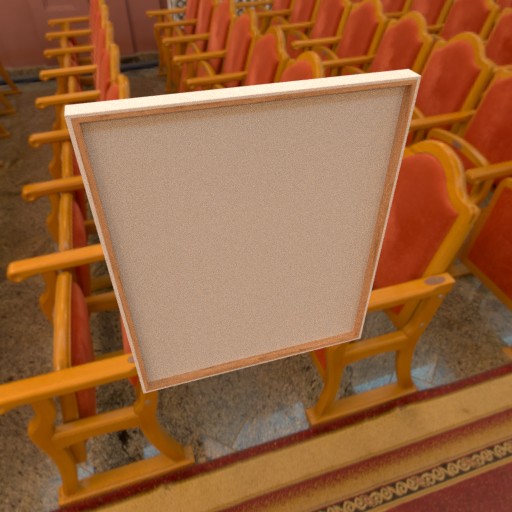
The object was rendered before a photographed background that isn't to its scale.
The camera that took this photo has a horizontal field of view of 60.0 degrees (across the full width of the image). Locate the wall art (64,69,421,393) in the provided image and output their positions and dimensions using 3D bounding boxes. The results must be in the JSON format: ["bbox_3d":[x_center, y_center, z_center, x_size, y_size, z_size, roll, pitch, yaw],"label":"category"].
[{"bbox_3d":[0.000,0.000,0.813,0.508,0.606,0.037,-11,41,-13],"label":"wall art"}]
